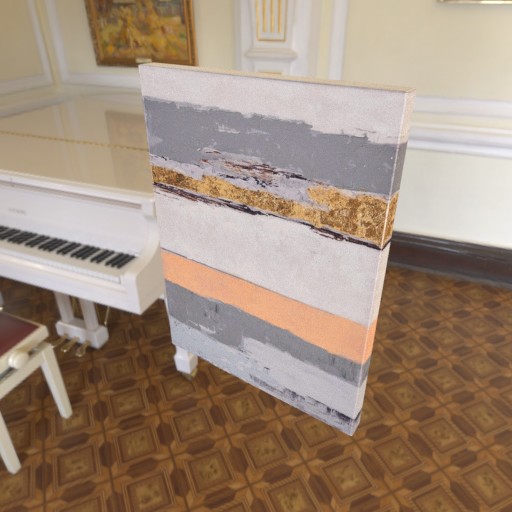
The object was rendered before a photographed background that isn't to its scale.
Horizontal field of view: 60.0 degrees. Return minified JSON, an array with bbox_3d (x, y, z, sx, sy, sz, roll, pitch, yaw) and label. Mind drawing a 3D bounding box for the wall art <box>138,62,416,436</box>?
[{"bbox_3d":[0.000,0.000,0.795,0.456,0.609,0.038,19,35,29],"label":"wall art"}]
